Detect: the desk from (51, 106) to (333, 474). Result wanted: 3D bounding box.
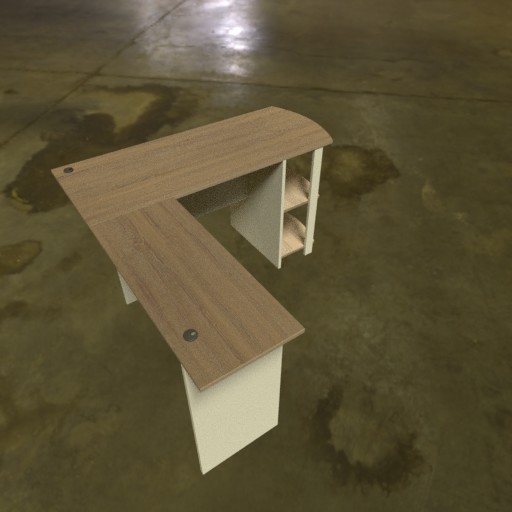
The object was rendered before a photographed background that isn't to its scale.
[{"bbox_3d":[0.000,0.000,2.088,1.303,0.716,1.361,-25,47,-25],"label":"desk"}]
